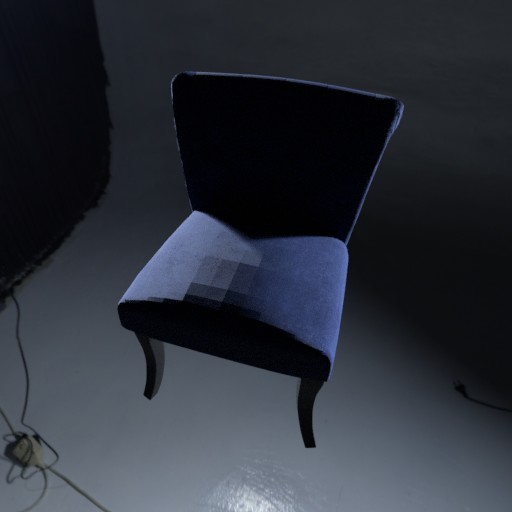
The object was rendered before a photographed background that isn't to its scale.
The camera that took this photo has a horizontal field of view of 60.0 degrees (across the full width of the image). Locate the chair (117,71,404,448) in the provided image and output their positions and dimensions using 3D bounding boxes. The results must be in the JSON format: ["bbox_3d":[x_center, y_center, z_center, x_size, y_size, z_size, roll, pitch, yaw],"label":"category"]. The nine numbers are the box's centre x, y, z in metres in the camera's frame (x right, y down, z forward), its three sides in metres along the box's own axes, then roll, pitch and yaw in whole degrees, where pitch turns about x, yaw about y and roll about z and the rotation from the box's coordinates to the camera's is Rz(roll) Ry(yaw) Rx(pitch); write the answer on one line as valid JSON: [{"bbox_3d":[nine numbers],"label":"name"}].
[{"bbox_3d":[0.000,0.000,1.188,0.585,0.753,0.606,12,45,13],"label":"chair"}]
